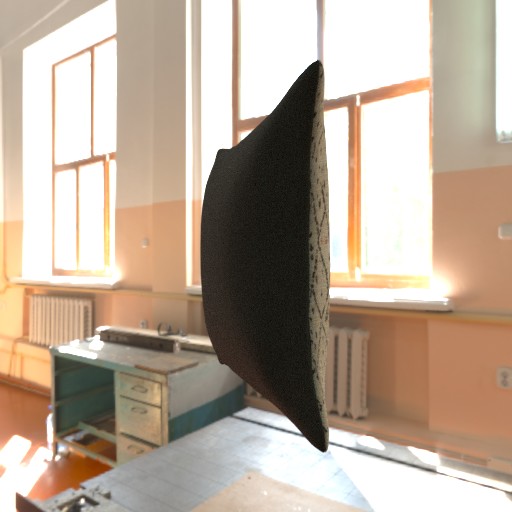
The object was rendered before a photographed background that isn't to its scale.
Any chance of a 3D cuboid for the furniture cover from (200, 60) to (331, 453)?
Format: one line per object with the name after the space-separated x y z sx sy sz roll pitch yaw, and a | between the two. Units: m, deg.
0.000 0.000 0.792 0.180 0.498 0.525 0 0 -18 | furniture cover
